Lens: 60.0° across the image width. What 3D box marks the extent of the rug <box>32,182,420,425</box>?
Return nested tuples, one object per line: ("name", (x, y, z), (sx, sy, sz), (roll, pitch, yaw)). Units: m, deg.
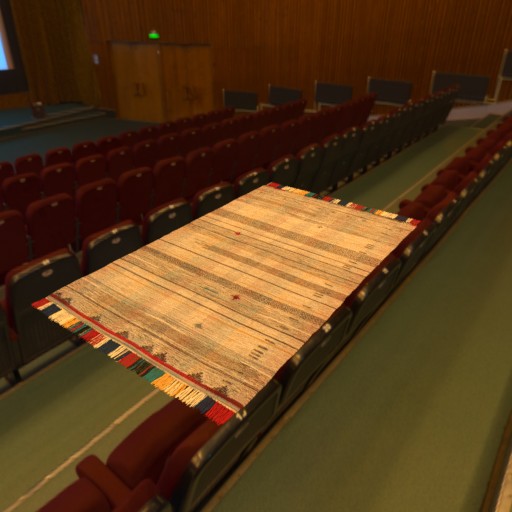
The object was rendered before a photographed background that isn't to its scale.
("rug", (0.000, 0.000, 3.035), (1.465, 0.012, 2.465), (20, 36, 31))
